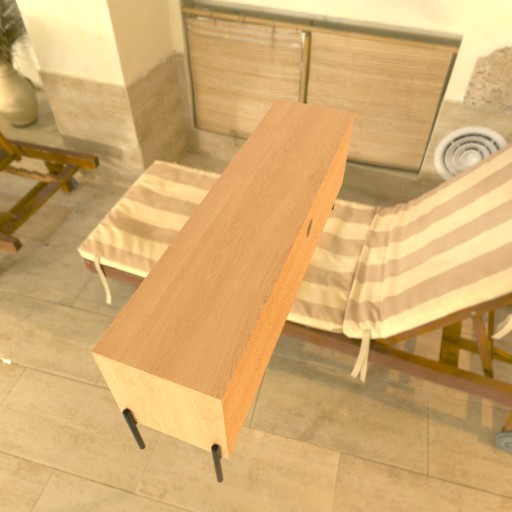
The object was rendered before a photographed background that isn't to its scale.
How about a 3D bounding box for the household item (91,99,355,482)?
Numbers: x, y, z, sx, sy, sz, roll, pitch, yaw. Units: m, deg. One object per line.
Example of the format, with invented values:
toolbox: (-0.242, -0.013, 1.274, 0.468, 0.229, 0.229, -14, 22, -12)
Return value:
household item: (0.000, 0.000, 1.835, 0.400, 0.600, 1.550, 16, 48, 14)
